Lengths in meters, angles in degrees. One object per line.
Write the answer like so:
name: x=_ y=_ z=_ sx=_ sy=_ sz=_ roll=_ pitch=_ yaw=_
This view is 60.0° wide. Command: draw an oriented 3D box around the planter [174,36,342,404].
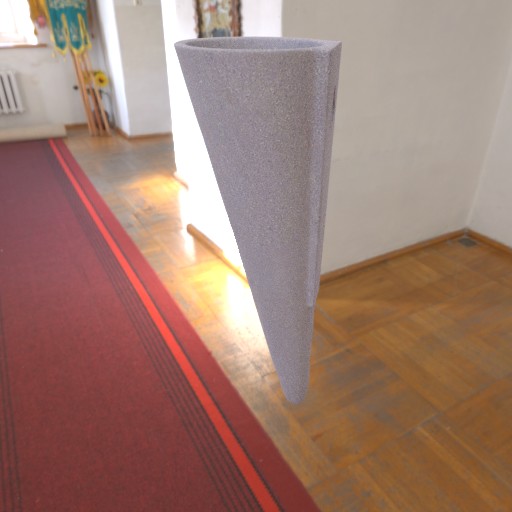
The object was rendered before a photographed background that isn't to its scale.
planter: x=0.000 y=0.000 z=0.297 sx=0.087 sy=0.259 sz=0.078 roll=8 pitch=31 yaw=13
